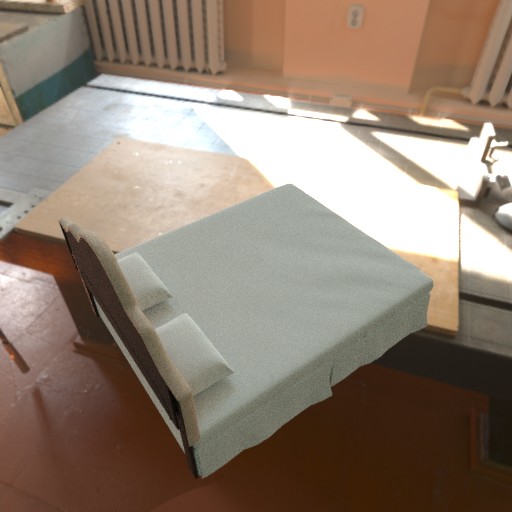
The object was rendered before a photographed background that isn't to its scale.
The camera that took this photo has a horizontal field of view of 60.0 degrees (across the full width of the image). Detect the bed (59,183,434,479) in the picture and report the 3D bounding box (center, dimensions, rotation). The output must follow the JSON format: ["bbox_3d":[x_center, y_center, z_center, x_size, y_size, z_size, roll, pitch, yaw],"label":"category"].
[{"bbox_3d":[0.000,0.000,2.940,1.970,1.194,1.667,-26,48,-26],"label":"bed"}]
